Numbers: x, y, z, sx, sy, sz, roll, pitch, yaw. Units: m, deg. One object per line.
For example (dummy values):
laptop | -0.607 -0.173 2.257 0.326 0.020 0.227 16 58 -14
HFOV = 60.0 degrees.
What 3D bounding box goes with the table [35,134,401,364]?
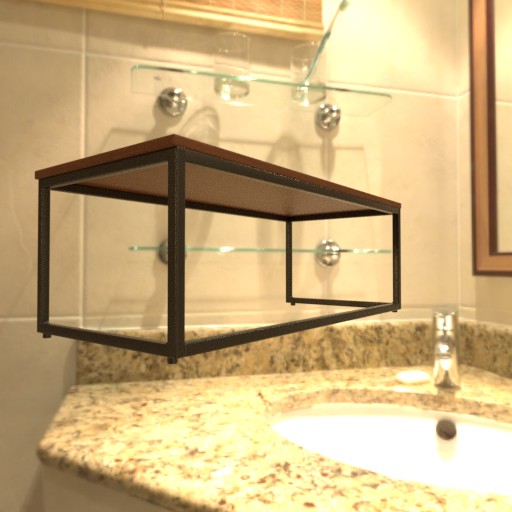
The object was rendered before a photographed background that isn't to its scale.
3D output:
table | 0.000 0.000 1.346 0.500 0.400 1.100 -1 -1 38
